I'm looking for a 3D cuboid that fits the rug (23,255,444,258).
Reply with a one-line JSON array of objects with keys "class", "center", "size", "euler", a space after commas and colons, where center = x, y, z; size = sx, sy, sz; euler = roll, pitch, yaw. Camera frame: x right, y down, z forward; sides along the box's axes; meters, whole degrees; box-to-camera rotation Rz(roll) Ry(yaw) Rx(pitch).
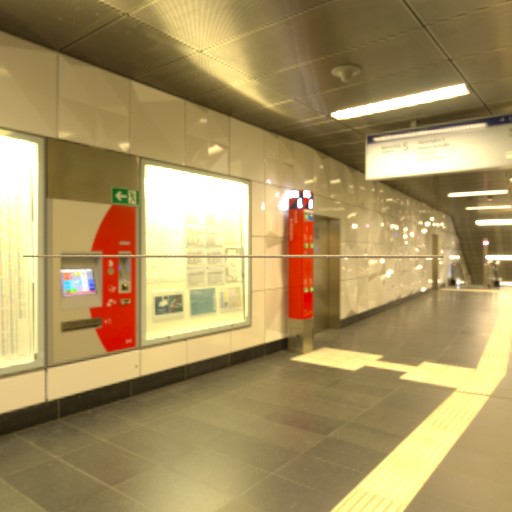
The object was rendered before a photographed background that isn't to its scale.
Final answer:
[{"class": "rug", "center": [0.000, 0.000, 4.151], "size": [3.046, 0.015, 2.446], "euler": [0, 0, 18]}]
